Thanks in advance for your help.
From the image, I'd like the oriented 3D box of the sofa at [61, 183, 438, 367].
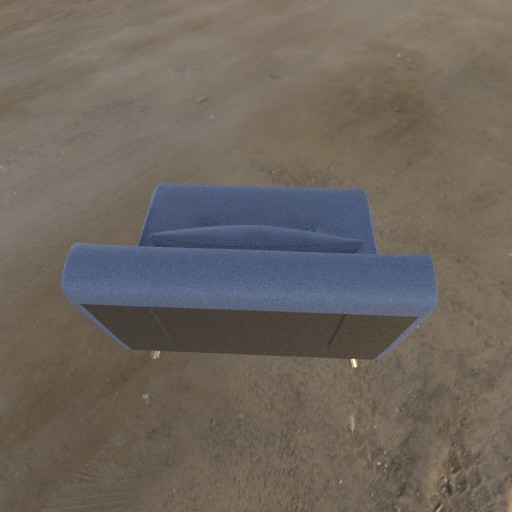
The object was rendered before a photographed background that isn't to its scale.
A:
[{"bbox_3d":[0.000,0.000,1.746,0.999,0.860,0.996,2,48,2],"label":"sofa"}]
